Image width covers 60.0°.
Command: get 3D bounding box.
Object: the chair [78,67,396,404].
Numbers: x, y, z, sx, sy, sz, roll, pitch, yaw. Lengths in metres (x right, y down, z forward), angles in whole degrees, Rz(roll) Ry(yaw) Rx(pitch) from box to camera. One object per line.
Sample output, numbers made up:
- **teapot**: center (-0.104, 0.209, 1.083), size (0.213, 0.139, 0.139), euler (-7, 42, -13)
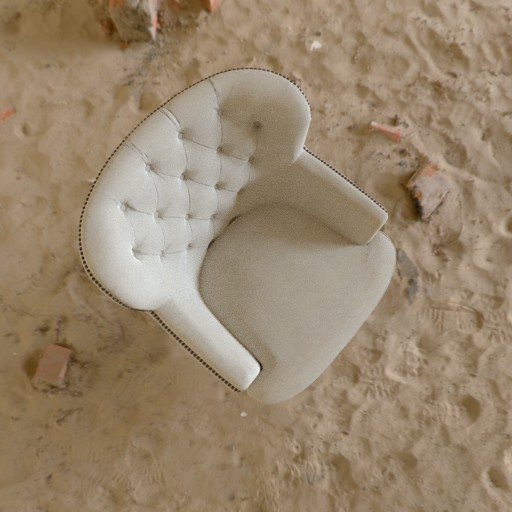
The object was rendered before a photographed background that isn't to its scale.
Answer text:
- **chair**: center (0.000, 0.000, 1.622), size (0.906, 0.868, 0.848), euler (40, 79, 9)
